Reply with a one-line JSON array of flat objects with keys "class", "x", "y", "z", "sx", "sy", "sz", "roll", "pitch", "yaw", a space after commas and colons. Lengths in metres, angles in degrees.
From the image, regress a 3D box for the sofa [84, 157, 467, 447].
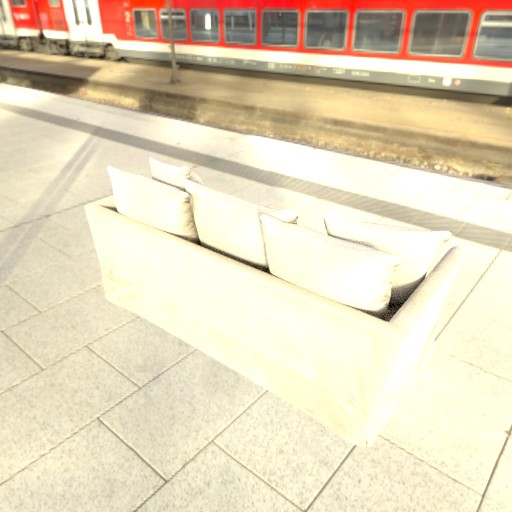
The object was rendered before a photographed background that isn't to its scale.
[{"class": "sofa", "x": 0.000, "y": 0.000, "z": 2.889, "sx": 2.290, "sy": 1.034, "sz": 1.031, "roll": 21, "pitch": 36, "yaw": 32}]
